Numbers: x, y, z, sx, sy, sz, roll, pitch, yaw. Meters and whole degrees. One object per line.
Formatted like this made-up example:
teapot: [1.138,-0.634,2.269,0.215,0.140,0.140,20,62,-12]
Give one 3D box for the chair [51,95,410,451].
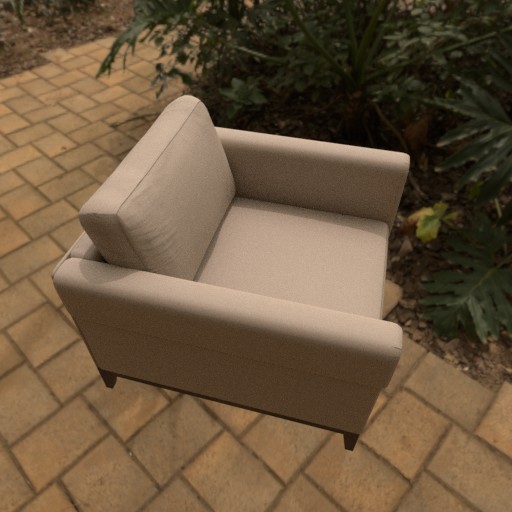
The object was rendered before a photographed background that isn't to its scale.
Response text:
chair: [0.000,0.000,1.606,0.959,0.838,0.914,11,47,10]
